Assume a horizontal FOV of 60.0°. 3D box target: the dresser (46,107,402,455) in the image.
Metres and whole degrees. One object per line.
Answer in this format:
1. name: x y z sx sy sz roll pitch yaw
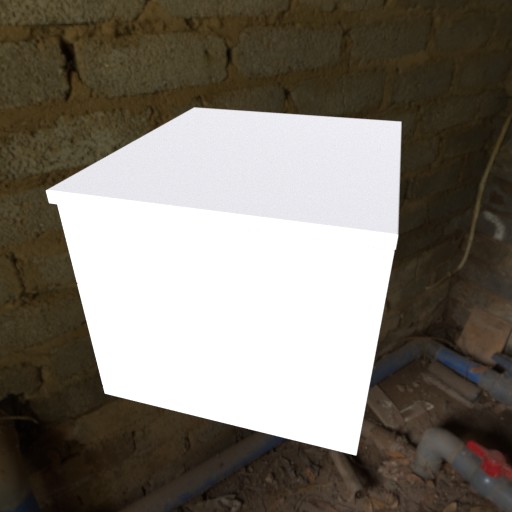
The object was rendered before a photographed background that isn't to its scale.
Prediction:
1. dresser: 0.000 0.000 0.728 0.400 0.360 0.430 8 32 14
